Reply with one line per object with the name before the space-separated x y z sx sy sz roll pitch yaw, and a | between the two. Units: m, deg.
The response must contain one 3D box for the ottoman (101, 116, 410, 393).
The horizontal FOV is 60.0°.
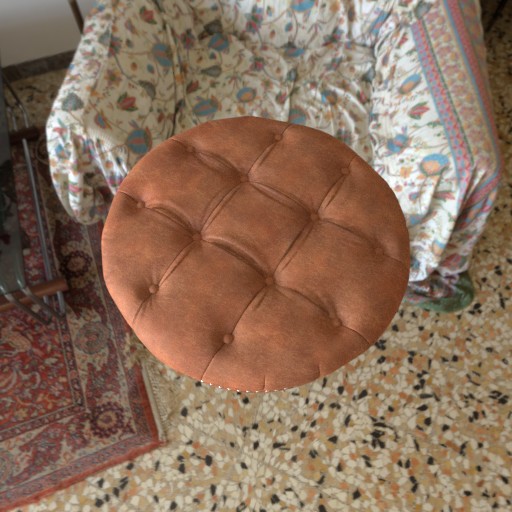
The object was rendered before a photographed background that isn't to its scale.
ottoman | 0.000 0.000 1.435 0.901 0.444 0.901 0 63 0
